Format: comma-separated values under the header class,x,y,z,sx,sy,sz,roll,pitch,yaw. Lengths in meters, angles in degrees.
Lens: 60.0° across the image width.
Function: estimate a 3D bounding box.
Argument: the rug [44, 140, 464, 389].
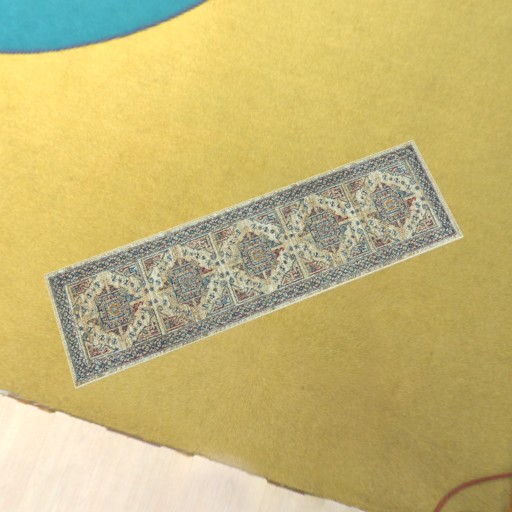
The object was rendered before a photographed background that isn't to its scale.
class,x,y,z,sx,sy,sz,roll,pitch,yaw
rug,0.000,0.000,2.512,2.297,0.013,0.661,-21,77,-5
